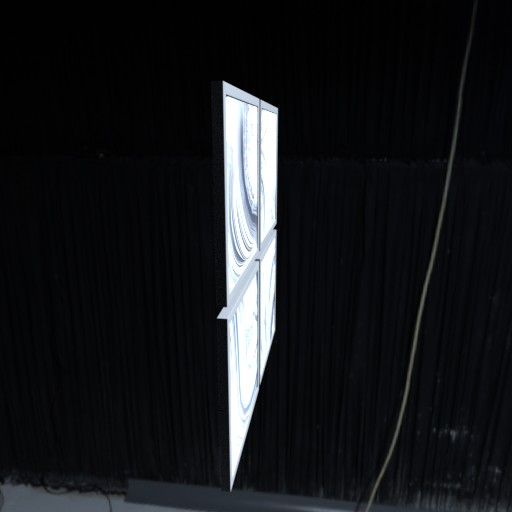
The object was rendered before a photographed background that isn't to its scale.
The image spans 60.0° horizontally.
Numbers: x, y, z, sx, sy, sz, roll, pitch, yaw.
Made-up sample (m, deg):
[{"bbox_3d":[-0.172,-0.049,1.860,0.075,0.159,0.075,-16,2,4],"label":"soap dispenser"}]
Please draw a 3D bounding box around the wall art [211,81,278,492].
[{"bbox_3d":[0.000,0.000,1.675,0.029,1.118,1.118,2,16,9],"label":"wall art"}]
